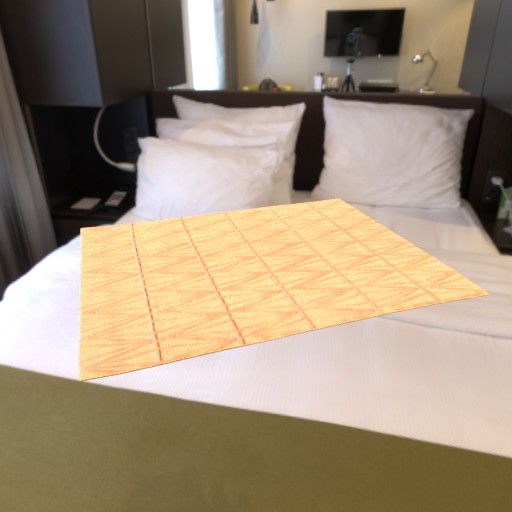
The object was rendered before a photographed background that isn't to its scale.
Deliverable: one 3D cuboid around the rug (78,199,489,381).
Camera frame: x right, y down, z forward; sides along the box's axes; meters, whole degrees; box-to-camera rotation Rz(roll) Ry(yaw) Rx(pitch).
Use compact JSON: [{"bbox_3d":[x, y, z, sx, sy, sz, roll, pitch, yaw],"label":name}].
[{"bbox_3d":[0.000,0.000,4.067,3.052,0.043,2.453,-9,27,-17],"label":"rug"}]
